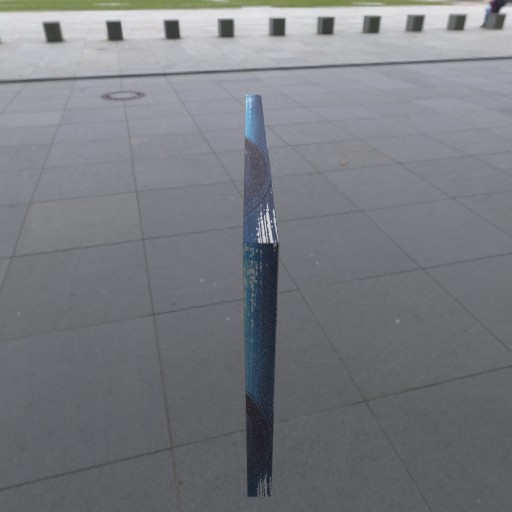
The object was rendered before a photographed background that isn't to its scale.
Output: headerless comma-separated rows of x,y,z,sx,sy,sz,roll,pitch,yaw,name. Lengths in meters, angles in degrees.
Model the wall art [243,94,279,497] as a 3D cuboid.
0.000,0.000,0.764,0.033,0.406,0.609,0,32,-1,wall art
